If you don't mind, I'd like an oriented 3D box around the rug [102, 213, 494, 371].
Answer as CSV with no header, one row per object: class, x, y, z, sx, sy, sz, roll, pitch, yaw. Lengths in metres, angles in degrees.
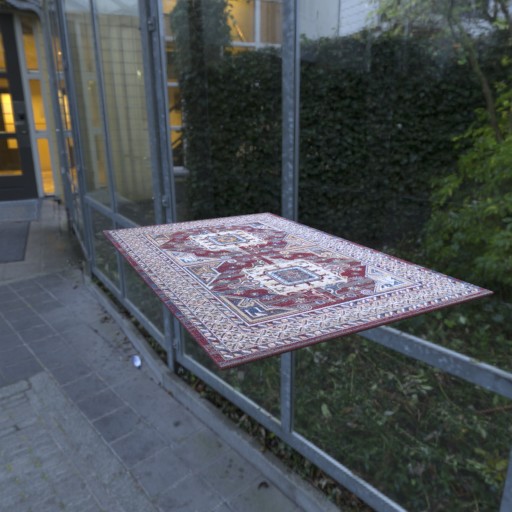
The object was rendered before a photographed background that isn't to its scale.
rug,0.000,0.000,5.751,3.033,0.033,4.578,-9,19,-27
